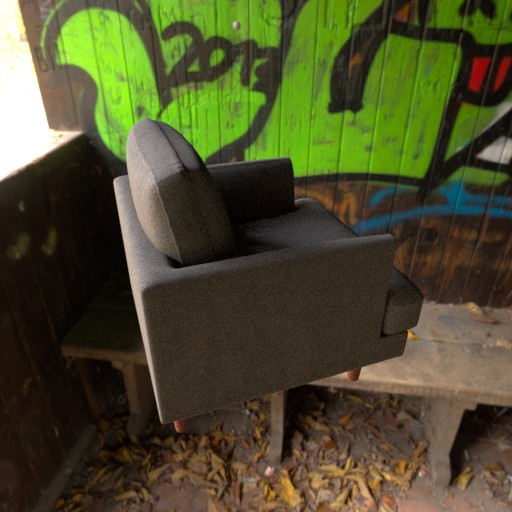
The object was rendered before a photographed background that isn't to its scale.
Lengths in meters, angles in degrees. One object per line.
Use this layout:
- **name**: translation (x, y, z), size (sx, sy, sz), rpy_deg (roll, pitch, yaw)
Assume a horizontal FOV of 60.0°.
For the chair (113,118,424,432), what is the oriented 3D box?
- **chair**: translation (0.000, 0.000, 1.649), size (0.899, 0.957, 0.858), rpy_deg (-11, 33, -17)
